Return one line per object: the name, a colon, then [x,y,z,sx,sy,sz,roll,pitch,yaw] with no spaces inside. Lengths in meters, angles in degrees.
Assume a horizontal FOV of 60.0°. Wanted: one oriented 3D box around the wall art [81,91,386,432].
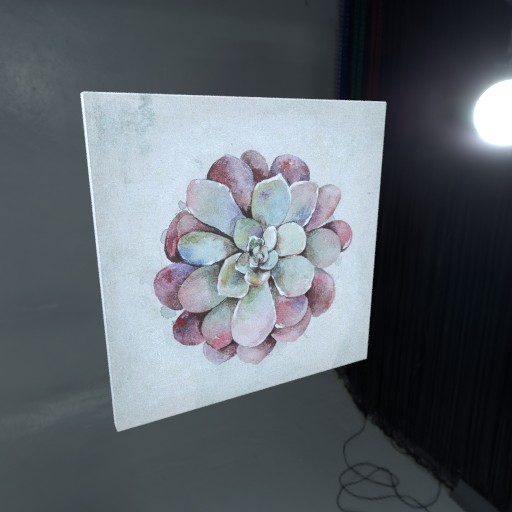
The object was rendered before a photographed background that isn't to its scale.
wall art: [0.000,0.000,1.133,0.762,0.762,0.041,-8,18,-26]
